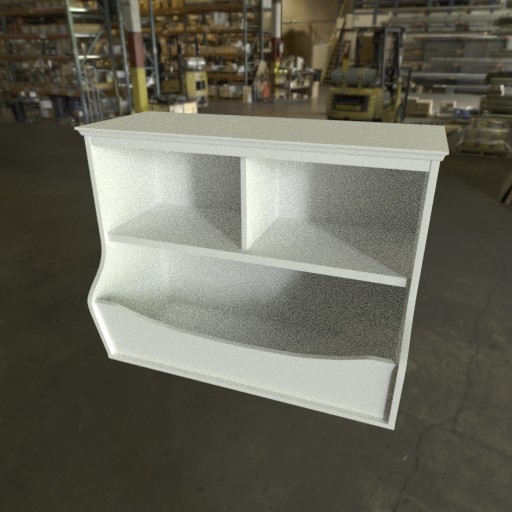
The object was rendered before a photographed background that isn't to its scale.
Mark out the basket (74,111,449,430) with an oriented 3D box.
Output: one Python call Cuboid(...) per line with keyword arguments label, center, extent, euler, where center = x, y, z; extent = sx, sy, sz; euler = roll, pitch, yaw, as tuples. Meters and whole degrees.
Cuboid(label="basket", center=(0.000, 0.000, 1.119), extent=(0.792, 0.625, 0.376), euler=(9, 26, 18))
